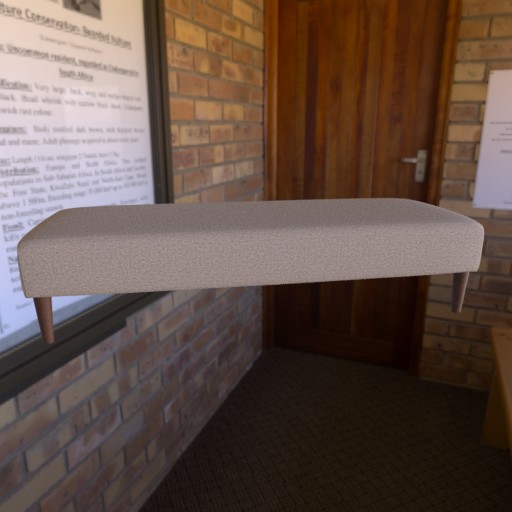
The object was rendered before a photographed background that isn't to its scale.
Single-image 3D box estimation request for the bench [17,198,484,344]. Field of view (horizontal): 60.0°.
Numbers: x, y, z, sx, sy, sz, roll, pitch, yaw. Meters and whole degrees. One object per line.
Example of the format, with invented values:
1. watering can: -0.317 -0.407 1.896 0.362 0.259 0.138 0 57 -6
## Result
1. bench: 0.000 0.000 1.798 1.598 0.383 0.631 -3 16 -10
